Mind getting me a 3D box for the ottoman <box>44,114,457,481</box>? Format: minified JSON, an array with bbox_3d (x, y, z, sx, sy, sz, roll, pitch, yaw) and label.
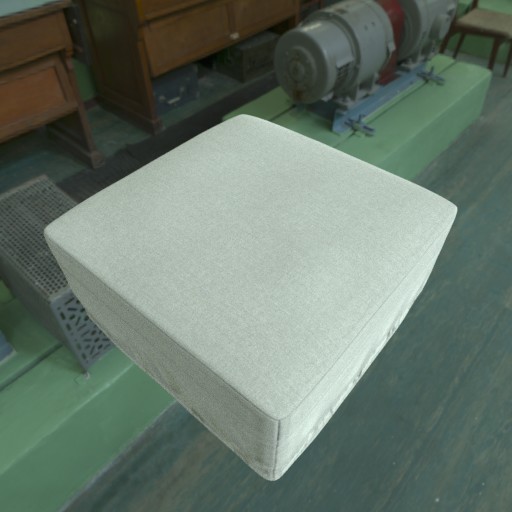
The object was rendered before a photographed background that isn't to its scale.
[{"bbox_3d":[0.000,0.000,1.332,0.840,0.436,0.843,32,54,26],"label":"ottoman"}]
